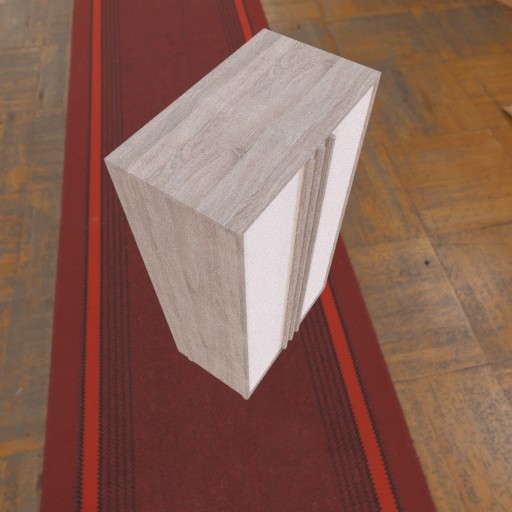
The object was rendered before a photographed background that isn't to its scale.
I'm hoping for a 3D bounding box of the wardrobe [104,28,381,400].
[{"bbox_3d":[0.000,0.000,2.492,0.600,1.960,1.000,30,61,18],"label":"wardrobe"}]
